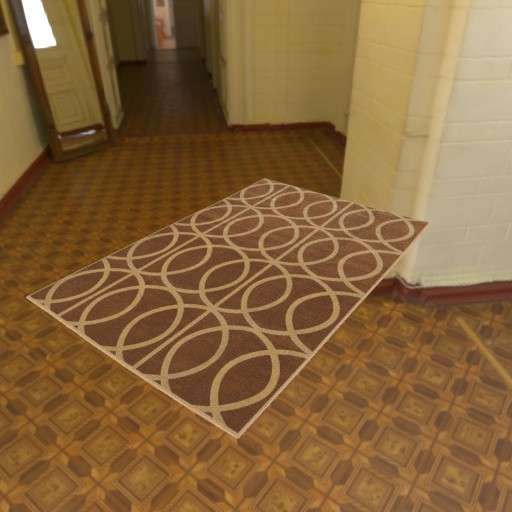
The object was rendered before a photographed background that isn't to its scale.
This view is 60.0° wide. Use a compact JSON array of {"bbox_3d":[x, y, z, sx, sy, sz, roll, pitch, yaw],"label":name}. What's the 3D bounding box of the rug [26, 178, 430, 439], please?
[{"bbox_3d":[0.000,0.000,2.869,1.528,0.014,2.294,21,37,31],"label":"rug"}]
